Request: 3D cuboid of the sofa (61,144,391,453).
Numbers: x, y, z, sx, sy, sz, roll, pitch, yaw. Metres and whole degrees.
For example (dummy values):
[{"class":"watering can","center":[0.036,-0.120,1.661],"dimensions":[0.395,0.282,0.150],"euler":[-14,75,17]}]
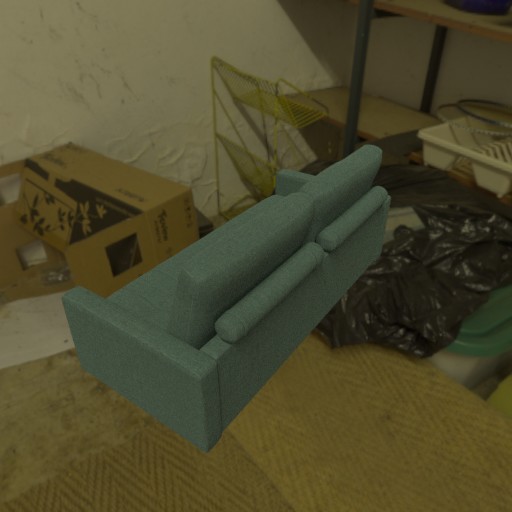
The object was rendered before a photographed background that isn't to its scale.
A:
[{"class":"sofa","center":[0.000,0.000,2.667],"dimensions":[0.966,1.050,2.010],"euler":[21,38,29]}]
